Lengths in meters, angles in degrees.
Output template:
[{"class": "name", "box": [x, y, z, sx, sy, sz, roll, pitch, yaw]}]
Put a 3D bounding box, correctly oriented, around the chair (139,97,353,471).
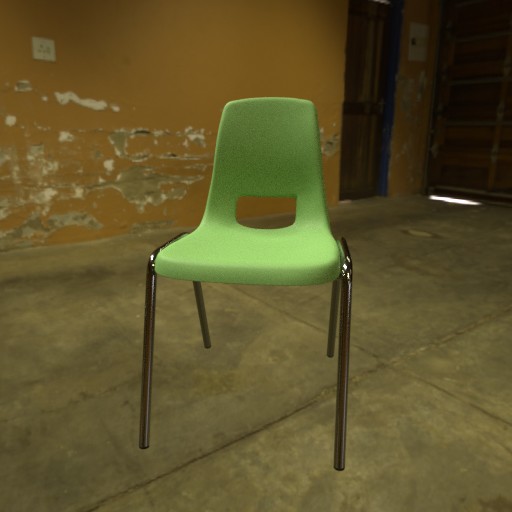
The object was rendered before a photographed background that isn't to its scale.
[{"class": "chair", "box": [0.000, 0.000, 0.920, 0.381, 0.653, 0.436, 2, 15, 9]}]
